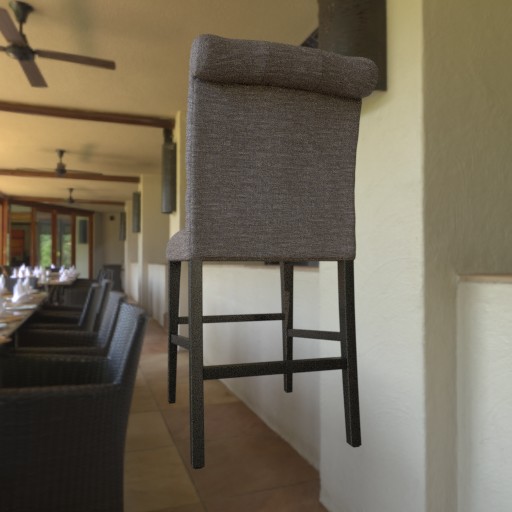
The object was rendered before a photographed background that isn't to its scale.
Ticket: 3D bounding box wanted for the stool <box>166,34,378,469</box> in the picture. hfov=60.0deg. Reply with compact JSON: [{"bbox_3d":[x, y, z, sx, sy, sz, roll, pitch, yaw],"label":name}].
[{"bbox_3d":[0.000,0.000,1.271,0.457,0.970,0.611,0,-1,-17],"label":"stool"}]
